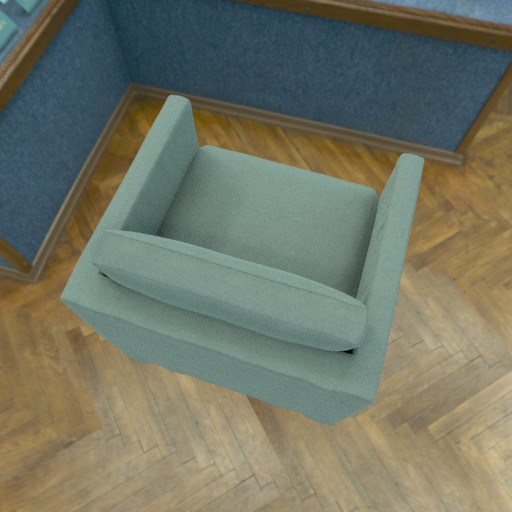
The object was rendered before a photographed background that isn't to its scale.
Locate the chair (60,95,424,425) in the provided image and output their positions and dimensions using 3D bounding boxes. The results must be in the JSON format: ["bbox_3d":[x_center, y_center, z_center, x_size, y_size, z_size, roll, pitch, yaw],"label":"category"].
[{"bbox_3d":[0.000,0.000,1.759,1.057,0.863,0.949,16,66,8],"label":"chair"}]
